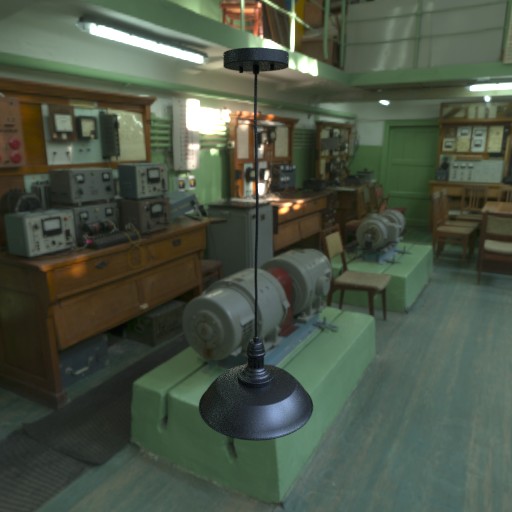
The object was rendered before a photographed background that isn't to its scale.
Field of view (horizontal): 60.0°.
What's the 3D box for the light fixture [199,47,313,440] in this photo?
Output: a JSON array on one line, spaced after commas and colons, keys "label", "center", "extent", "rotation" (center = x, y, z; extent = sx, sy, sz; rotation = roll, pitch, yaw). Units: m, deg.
[{"label": "light fixture", "center": [0.000, 0.000, 1.180], "extent": [0.331, 0.993, 0.331], "rotation": [8, 16, 27]}]
